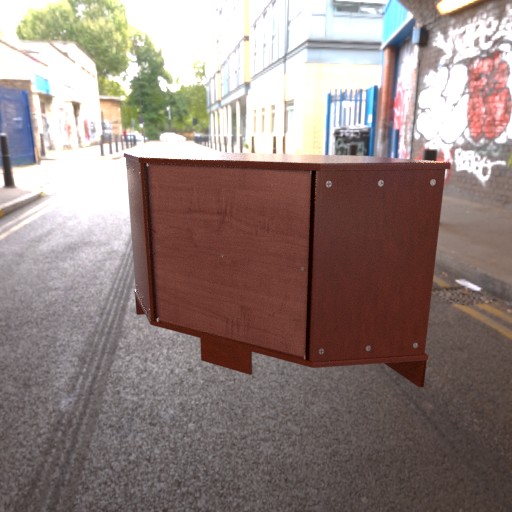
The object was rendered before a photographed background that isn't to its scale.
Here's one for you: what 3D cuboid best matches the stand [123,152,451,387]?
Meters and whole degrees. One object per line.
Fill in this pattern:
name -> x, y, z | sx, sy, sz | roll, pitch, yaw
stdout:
stand -> 0.000, 0.000, 1.399 | 1.072, 0.614, 0.381 | 8, 18, 28
